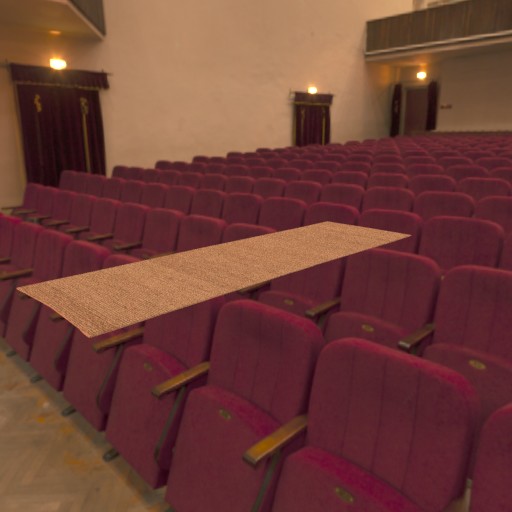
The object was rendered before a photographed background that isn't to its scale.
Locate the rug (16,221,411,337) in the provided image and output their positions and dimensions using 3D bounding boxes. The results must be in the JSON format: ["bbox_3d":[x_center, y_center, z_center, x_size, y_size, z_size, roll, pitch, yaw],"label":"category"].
[{"bbox_3d":[0.000,0.000,2.609,2.390,0.014,0.741,-14,21,-42],"label":"rug"}]
